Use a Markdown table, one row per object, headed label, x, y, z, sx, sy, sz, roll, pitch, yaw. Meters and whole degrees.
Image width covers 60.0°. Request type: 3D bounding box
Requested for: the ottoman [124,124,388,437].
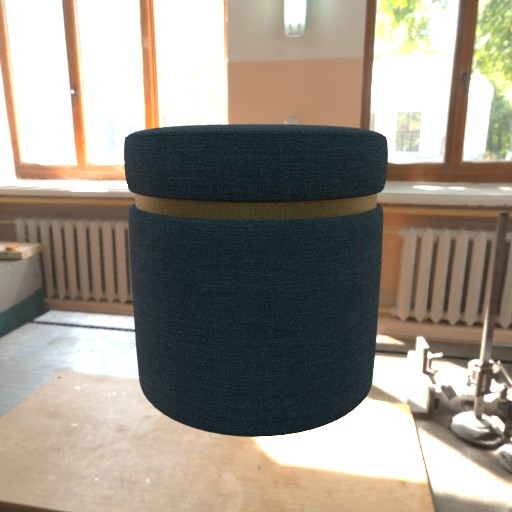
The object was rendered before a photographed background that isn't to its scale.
| label | x | y | z | sx | sy | sz | roll | pitch | yaw |
| --- | --- | --- | --- | --- | --- | --- | --- | --- | --- |
| ottoman | 0.000 | 0.000 | 0.728 | 0.398 | 0.406 | 0.398 | 0 | 13 | 0 |
